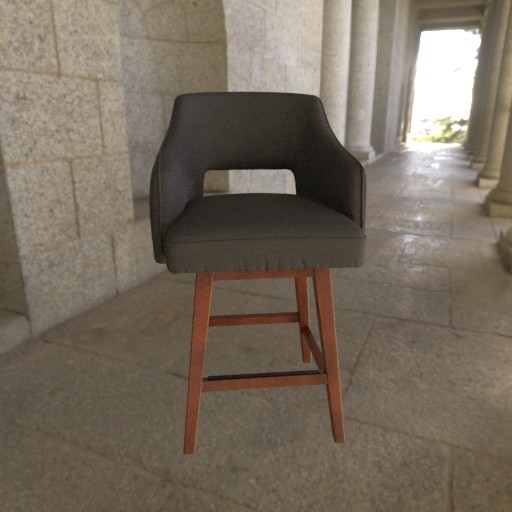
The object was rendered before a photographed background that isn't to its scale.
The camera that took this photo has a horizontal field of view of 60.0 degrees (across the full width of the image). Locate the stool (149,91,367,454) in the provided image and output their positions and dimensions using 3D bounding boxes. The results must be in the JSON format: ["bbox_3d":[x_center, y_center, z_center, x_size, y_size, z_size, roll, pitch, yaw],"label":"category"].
[{"bbox_3d":[0.000,0.000,1.272,0.548,0.912,0.558,-2,18,-6],"label":"stool"}]
